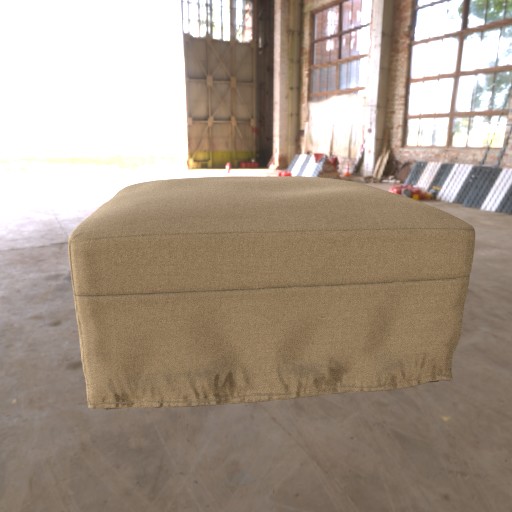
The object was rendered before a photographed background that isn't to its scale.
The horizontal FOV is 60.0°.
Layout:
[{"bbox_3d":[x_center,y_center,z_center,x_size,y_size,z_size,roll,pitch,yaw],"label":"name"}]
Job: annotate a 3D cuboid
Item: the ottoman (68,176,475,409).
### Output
[{"bbox_3d":[0.000,0.000,1.291,0.840,0.436,0.843,-2,15,-8],"label":"ottoman"}]
